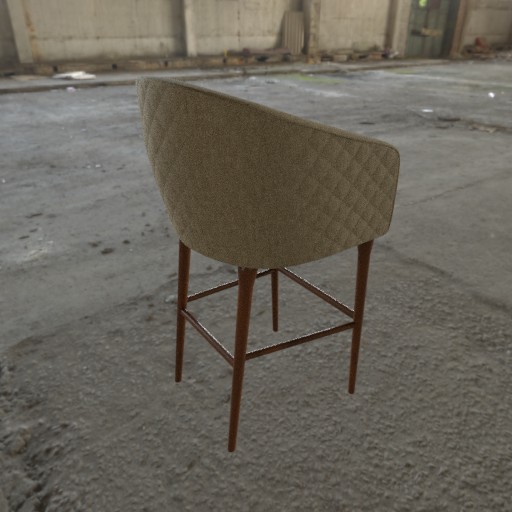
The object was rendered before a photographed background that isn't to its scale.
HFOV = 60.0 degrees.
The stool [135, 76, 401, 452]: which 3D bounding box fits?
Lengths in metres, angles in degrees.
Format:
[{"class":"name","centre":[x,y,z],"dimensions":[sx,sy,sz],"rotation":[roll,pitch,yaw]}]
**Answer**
[{"class":"stool","centre":[0.000,0.000,1.398],"dimensions":[0.607,1.078,0.559],"rotation":[-18,32,-31]}]
